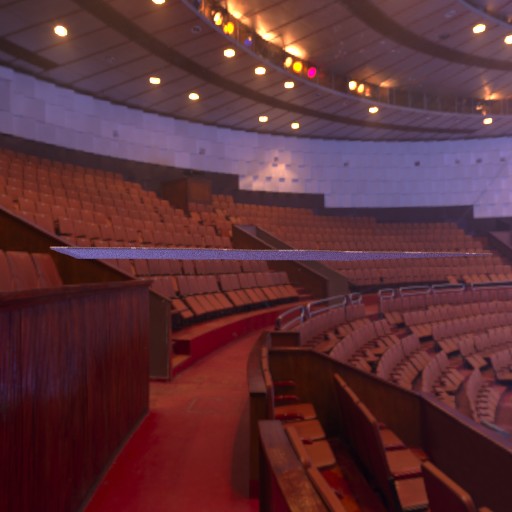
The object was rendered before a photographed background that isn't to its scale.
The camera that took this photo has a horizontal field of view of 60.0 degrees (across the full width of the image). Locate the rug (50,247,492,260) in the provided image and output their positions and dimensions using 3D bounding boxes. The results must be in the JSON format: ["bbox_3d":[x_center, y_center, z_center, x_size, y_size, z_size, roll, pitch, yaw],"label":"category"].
[{"bbox_3d":[0.000,0.000,4.345,3.419,0.020,2.441,1,-2,-18],"label":"rug"}]
